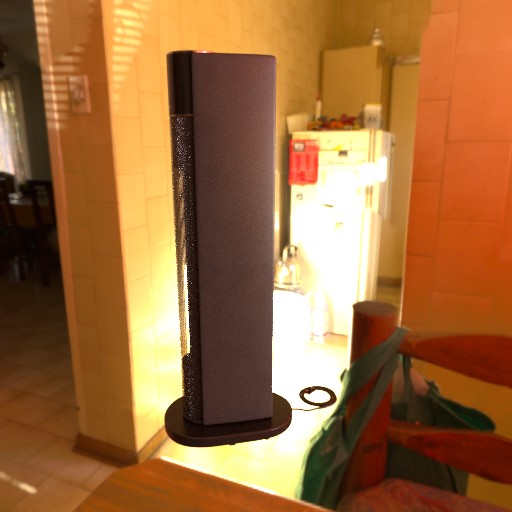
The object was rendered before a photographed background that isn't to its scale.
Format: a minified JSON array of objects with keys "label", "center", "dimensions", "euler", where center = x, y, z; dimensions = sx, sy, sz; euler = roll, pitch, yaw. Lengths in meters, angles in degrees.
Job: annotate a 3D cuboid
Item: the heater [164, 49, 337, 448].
[{"label":"heater","center":[0.000,0.000,1.030],"dimensions":[0.458,0.856,0.214],"euler":[-2,14,-8]}]
